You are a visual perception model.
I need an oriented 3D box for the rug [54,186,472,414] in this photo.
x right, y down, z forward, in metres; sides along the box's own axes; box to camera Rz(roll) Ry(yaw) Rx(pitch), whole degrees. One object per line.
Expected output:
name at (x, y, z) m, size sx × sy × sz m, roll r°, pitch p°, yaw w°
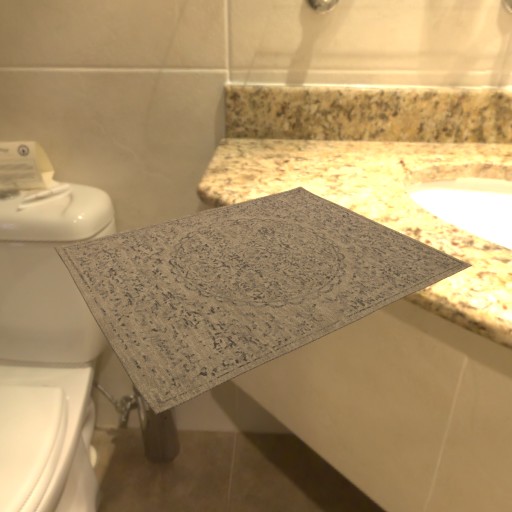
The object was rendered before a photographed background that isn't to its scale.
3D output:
rug at (0.000, 0.000, 3.951) m, size 2.925 × 0.026 × 2.343 m, roll -18°, pitch 34°, yaw -29°
